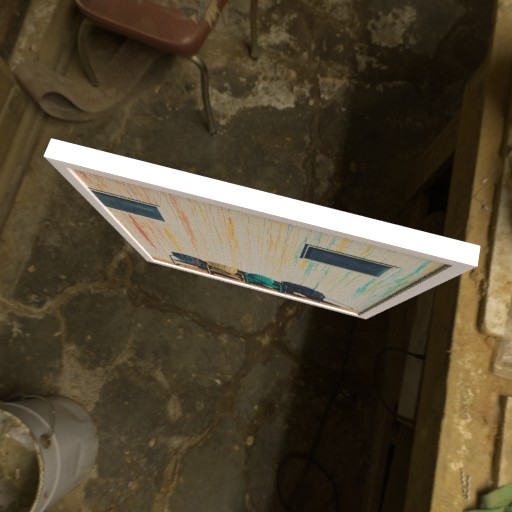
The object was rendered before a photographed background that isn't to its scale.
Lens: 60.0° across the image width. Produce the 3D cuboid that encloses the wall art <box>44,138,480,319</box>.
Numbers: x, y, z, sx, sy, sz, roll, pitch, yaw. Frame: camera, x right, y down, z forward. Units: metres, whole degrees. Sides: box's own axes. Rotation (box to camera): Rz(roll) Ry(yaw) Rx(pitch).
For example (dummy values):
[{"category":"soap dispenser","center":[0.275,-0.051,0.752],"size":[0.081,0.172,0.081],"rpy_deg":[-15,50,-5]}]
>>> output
[{"category":"wall art","center":[0.000,0.000,1.123],"size":[0.760,0.760,0.036],"rpy_deg":[15,76,4]}]
